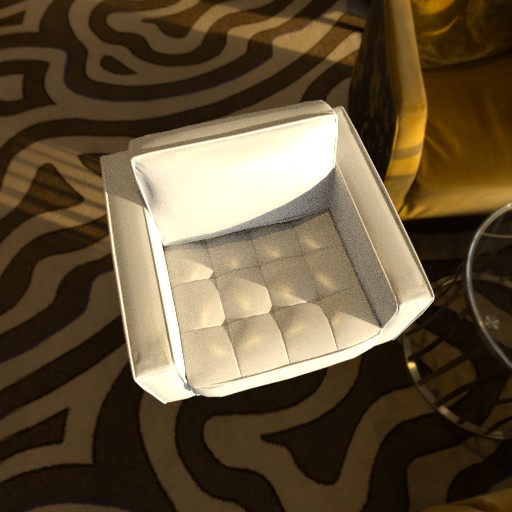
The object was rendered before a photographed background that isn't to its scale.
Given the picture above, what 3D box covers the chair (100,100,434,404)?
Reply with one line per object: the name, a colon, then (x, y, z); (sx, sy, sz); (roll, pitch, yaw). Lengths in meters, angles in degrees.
chair: (0.000, 0.000, 1.553); (0.928, 0.773, 0.843); (-14, 64, -7)
